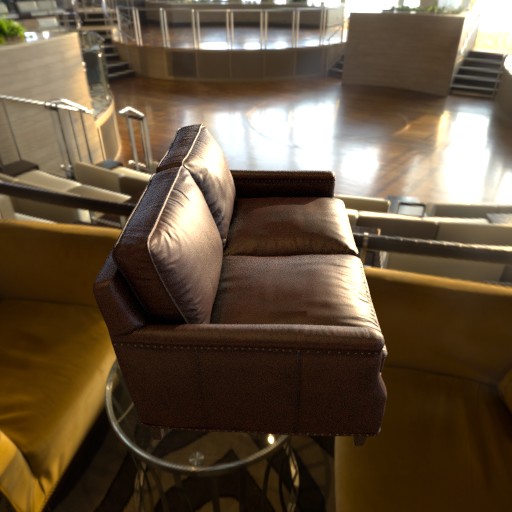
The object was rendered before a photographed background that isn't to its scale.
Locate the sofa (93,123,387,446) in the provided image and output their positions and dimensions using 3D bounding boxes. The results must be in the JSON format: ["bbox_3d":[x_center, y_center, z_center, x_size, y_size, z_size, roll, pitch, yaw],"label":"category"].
[{"bbox_3d":[0.000,0.000,2.290,1.083,1.003,1.628,1,33,2],"label":"sofa"}]
